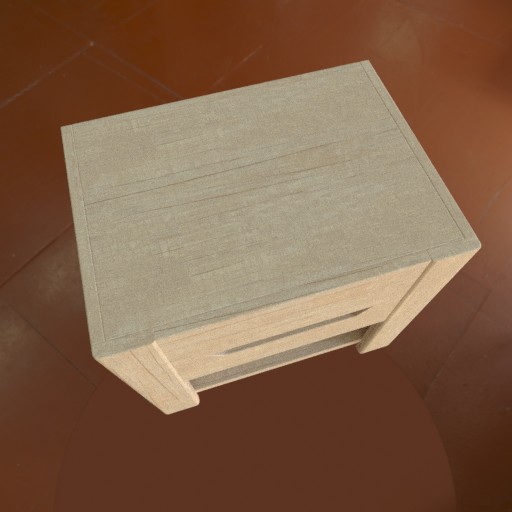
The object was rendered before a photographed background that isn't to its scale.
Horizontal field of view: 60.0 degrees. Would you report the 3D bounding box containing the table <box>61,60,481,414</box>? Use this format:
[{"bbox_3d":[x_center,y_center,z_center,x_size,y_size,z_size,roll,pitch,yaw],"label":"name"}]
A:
[{"bbox_3d":[0.000,0.000,0.929,0.570,0.510,0.420,-15,64,-8],"label":"table"}]
